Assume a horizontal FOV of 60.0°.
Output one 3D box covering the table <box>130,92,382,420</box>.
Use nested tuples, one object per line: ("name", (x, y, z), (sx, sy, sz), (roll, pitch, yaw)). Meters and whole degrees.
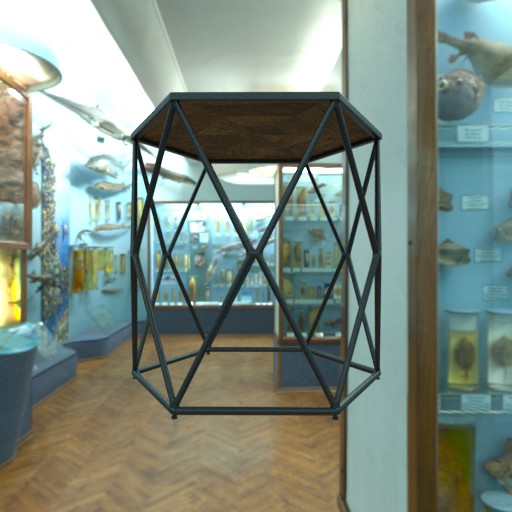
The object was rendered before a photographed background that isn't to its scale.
("table", (0.000, 0.000, 1.019), (0.578, 0.564, 0.579), (0, 0, 0))
